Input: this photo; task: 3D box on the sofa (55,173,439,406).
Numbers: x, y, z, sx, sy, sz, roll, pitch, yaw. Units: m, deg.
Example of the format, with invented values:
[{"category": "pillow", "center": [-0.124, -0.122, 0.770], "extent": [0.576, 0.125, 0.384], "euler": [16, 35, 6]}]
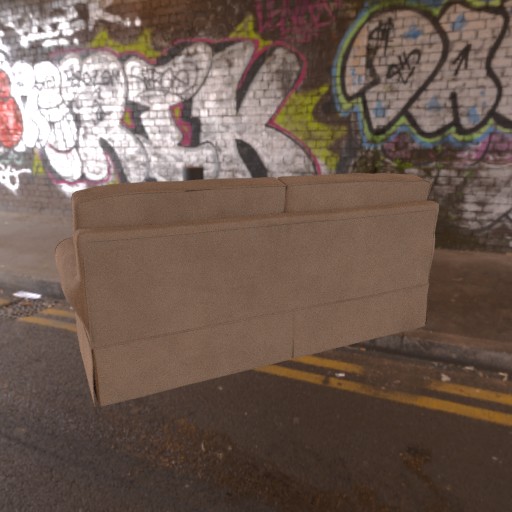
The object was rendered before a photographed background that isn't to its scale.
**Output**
[{"category": "sofa", "center": [0.000, 0.000, 2.751], "extent": [2.246, 1.014, 0.900], "euler": [-7, 16, -26]}]
